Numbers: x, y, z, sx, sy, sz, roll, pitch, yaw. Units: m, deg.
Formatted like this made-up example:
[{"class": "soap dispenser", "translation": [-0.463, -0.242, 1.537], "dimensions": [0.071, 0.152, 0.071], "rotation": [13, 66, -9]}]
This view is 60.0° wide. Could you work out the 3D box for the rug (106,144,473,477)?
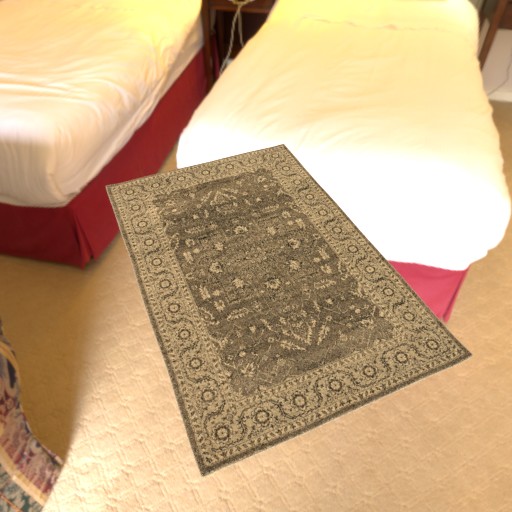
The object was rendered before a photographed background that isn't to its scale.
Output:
[{"class": "rug", "translation": [0.000, 0.000, 2.286], "dimensions": [1.209, 0.019, 1.828], "rotation": [-17, 48, -16]}]
